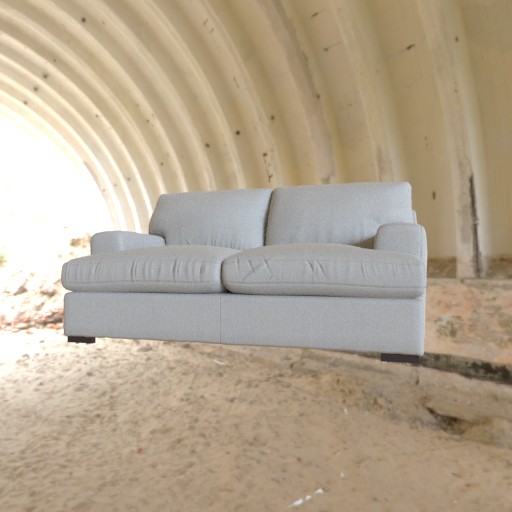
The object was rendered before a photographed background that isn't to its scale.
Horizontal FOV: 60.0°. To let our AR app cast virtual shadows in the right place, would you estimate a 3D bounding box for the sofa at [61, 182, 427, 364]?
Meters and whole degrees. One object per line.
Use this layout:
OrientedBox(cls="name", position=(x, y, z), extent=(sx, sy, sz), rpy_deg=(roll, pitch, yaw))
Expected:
OrientedBox(cls="sofa", position=(0.000, 0.000, 2.604), extent=(1.880, 0.940, 1.143), rpy_deg=(0, -1, 17))
